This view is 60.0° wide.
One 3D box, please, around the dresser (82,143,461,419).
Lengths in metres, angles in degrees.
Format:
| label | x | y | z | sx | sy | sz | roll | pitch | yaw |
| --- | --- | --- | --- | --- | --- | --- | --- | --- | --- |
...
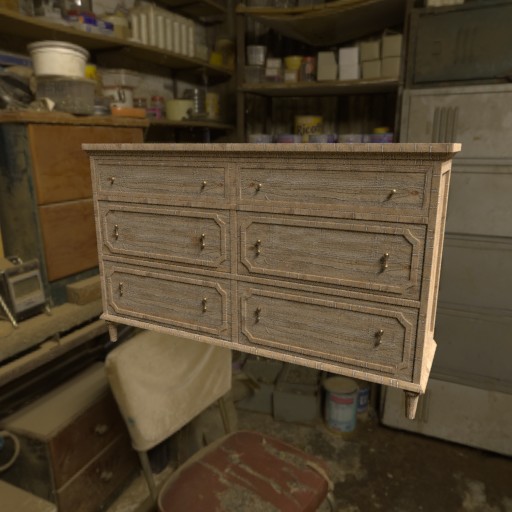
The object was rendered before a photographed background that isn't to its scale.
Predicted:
| label | x | y | z | sx | sy | sz | roll | pitch | yaw |
| --- | --- | --- | --- | --- | --- | --- | --- | --- | --- |
| dresser | 0.000 | 0.000 | 2.070 | 1.626 | 1.016 | 0.457 | 7 | 16 | 26 |
